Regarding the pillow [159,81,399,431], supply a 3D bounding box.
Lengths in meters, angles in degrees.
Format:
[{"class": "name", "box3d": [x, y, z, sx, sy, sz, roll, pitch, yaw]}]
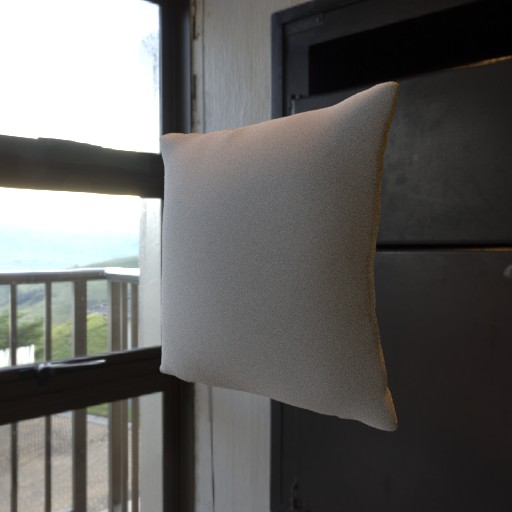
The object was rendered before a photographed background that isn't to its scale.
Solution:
[{"class": "pillow", "box3d": [0.000, 0.000, 0.699, 0.450, 0.450, 0.211, 1, 1, 36]}]
